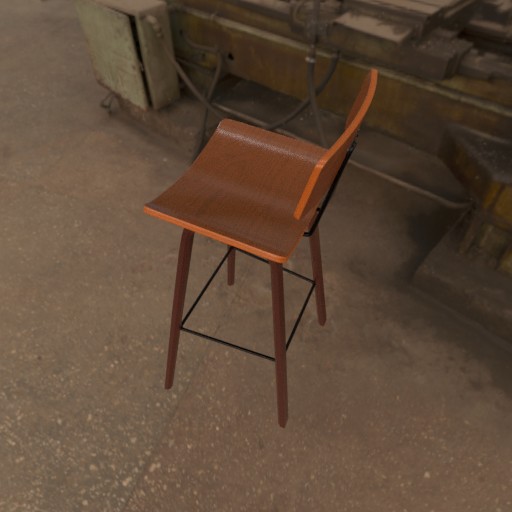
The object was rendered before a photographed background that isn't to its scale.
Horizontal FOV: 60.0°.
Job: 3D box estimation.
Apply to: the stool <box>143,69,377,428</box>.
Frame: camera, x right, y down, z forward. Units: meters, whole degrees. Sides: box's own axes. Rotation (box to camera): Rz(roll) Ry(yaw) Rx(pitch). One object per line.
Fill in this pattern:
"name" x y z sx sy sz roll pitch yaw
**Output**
"stool" 0.000 0.000 1.212 0.440 0.969 0.509 17 49 16
